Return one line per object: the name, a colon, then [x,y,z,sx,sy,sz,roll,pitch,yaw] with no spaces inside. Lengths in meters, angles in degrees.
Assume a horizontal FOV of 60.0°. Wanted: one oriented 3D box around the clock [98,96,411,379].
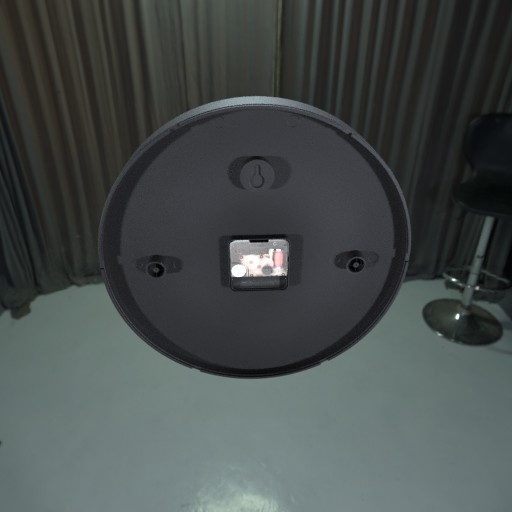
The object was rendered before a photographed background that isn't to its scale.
clock: [0.000,0.000,0.433,0.293,0.293,0.040,-1,30,-2]
